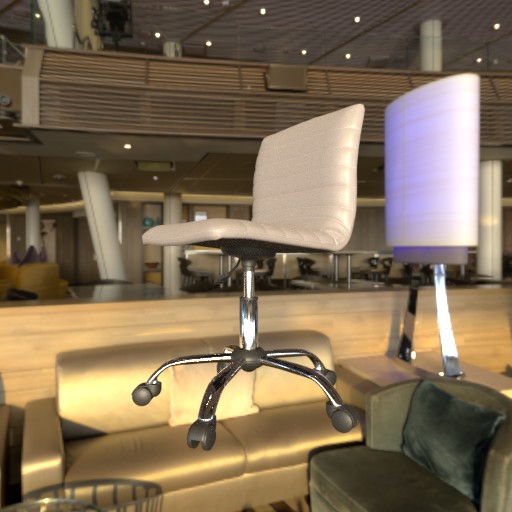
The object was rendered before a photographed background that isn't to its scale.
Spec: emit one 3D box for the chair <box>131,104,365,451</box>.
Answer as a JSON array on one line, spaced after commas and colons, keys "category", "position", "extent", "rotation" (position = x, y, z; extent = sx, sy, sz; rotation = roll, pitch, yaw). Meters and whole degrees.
[{"category": "chair", "position": [0.000, 0.000, 1.130], "extent": [0.542, 0.750, 0.569], "rotation": [0, 0, -35]}]
